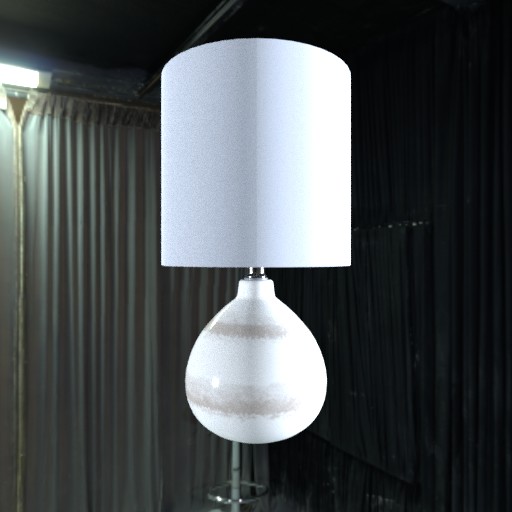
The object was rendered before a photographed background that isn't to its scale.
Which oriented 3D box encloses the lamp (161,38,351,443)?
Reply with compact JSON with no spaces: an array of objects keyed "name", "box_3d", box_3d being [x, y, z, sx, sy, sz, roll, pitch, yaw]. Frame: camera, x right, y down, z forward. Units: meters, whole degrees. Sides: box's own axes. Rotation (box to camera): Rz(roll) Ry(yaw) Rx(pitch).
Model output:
[{"name":"lamp","box_3d":[0.000,0.000,0.519,0.217,0.404,0.217,0,0,-36]}]
